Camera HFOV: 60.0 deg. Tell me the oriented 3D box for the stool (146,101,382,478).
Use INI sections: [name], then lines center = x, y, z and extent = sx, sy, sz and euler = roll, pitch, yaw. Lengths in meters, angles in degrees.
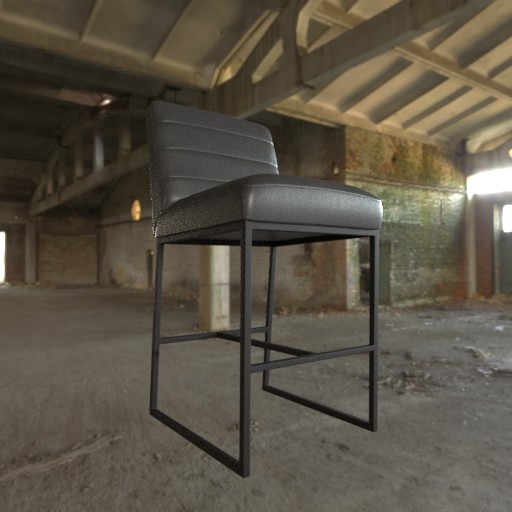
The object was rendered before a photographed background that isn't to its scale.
[stool]
center = 0.000, 0.000, 1.261
extent = 0.457, 0.938, 0.552
euler = 1, -1, -37
